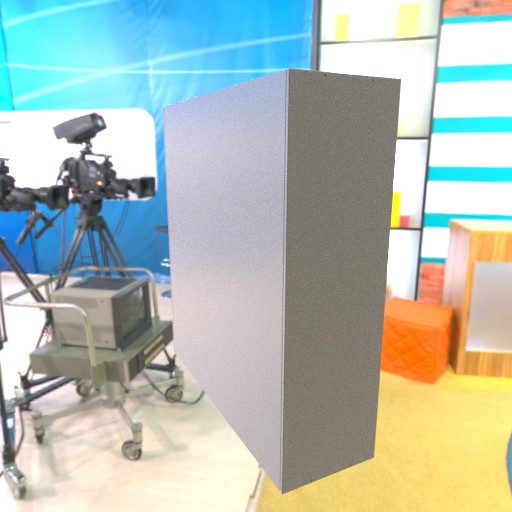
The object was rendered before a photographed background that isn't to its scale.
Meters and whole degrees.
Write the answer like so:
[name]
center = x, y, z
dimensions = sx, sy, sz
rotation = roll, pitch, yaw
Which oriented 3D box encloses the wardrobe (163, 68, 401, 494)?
[wardrobe]
center = 0.000, 0.000, 2.855
dimensions = 0.629, 1.960, 1.780
rotation = -7, 15, -26
